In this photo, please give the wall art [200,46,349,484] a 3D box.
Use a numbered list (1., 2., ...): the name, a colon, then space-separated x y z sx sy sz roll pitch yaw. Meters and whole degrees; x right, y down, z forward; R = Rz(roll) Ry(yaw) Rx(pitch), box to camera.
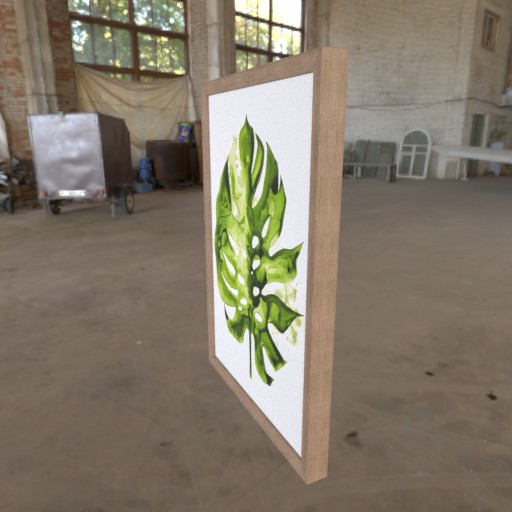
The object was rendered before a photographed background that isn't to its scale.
1. wall art: 0.000 0.000 0.653 0.031 0.509 0.356 -7 17 -25
